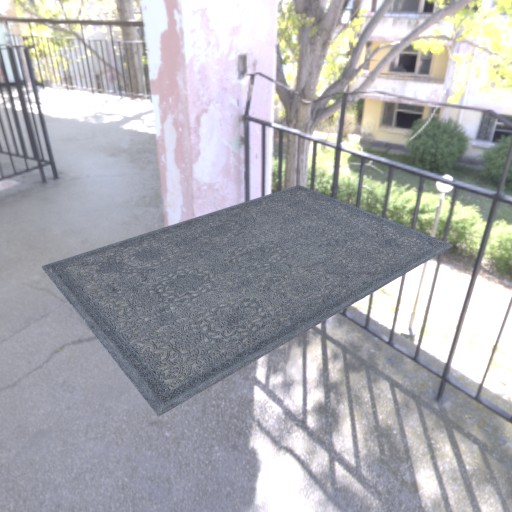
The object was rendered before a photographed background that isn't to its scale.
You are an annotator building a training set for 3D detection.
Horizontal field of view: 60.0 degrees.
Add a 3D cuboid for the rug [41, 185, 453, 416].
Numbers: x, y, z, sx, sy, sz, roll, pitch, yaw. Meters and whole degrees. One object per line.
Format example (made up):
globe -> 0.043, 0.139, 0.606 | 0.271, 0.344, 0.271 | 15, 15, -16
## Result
rug -> 0.000, 0.000, 2.343 | 1.819, 0.012, 1.208 | -22, 36, -34
